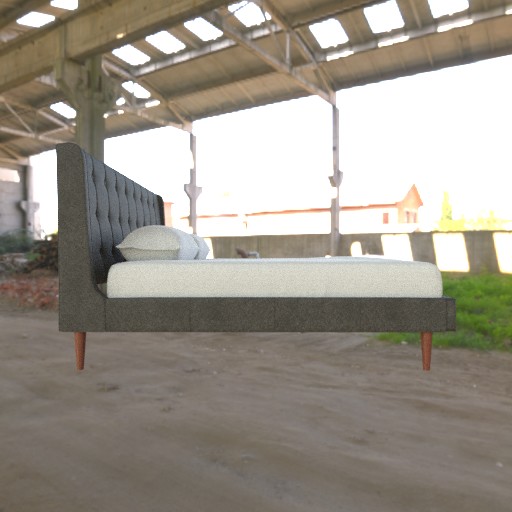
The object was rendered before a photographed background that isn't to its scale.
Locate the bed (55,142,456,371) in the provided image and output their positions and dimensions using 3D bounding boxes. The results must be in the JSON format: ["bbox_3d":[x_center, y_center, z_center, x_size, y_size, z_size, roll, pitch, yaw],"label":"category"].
[{"bbox_3d":[0.000,0.000,2.556,1.638,0.933,1.531,0,0,0],"label":"bed"}]
